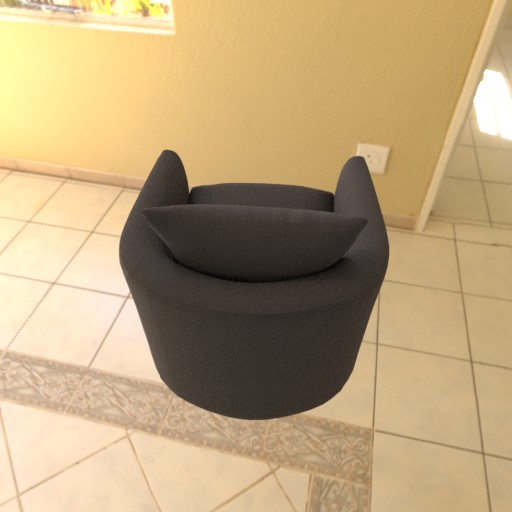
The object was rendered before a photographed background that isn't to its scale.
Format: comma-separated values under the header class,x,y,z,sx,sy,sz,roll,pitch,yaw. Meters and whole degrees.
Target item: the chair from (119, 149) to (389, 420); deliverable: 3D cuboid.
class,x,y,z,sx,sy,sz,roll,pitch,yaw
chair,0.000,0.000,1.603,0.845,0.848,0.910,2,46,2
